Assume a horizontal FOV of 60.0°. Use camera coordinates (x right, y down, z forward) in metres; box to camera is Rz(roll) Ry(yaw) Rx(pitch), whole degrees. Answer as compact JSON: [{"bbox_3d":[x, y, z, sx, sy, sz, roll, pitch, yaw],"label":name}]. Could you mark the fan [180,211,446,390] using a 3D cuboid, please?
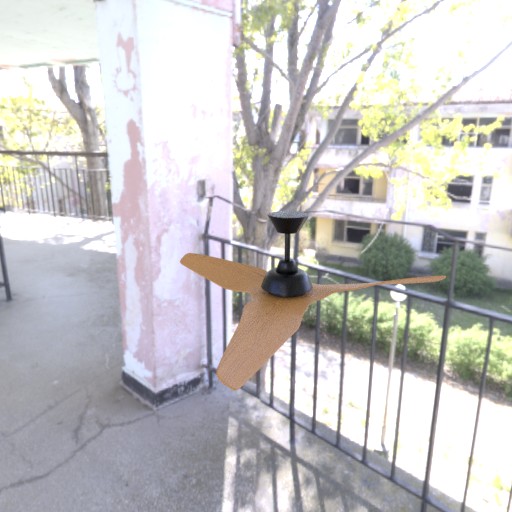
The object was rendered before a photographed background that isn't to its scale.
[{"bbox_3d":[0.000,0.000,1.686,1.142,0.355,1.010,-14,21,-43],"label":"fan"}]
